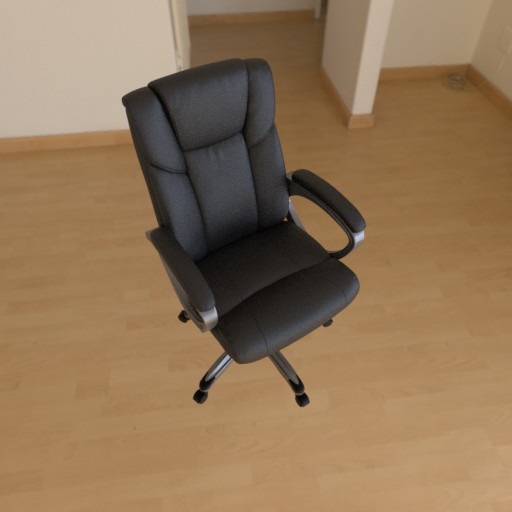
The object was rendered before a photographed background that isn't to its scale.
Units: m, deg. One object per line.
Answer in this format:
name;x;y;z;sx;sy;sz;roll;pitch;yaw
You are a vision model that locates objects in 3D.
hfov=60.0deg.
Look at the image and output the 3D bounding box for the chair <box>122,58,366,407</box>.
chair;0.000;0.000;1.578;0.721;1.130;0.719;-25;51;-22
